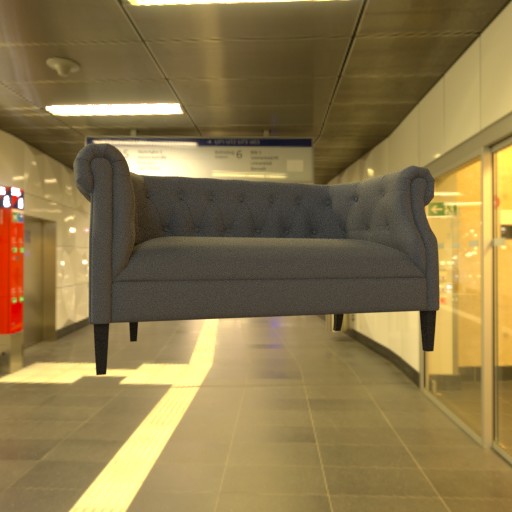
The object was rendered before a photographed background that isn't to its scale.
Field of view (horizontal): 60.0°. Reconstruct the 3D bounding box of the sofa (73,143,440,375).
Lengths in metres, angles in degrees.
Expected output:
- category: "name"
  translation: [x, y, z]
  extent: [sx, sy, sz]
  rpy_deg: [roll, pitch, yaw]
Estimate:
- category: "sofa"
  translation: [0.000, 0.000, 2.083]
  extent: [1.558, 0.827, 0.835]
  rpy_deg: [0, -1, -17]
